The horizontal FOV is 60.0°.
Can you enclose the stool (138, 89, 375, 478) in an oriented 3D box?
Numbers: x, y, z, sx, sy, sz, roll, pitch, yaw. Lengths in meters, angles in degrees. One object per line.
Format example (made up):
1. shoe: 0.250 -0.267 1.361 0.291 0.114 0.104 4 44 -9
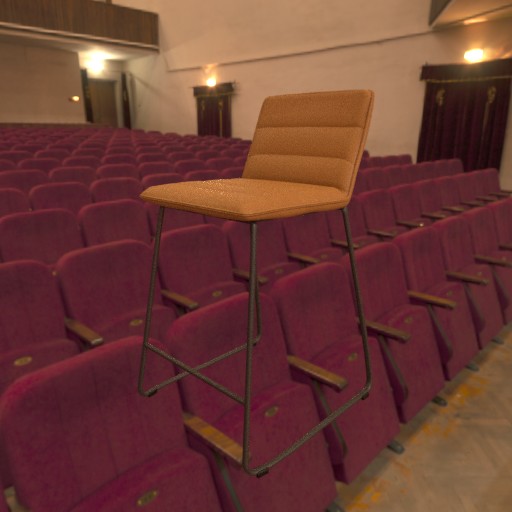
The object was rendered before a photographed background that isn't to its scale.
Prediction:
1. stool: 0.000 0.000 1.206 0.489 0.866 0.524 15 21 42
